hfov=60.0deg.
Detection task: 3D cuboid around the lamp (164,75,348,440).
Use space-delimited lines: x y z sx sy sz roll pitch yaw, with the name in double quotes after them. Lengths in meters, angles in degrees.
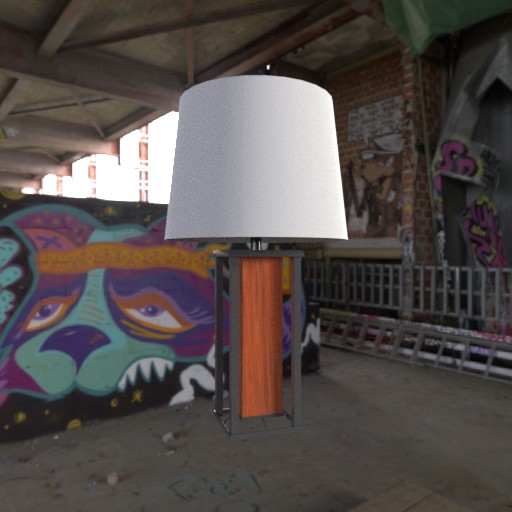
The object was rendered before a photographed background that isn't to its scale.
0.000 0.000 0.785 0.320 0.591 0.320 0 0 0 "lamp"
